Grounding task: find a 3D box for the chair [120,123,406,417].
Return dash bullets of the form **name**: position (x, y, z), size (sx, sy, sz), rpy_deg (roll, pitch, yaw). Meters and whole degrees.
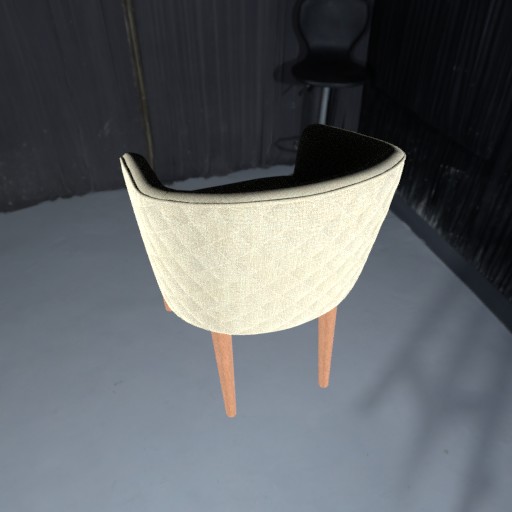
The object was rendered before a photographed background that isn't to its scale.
- **chair**: position (0.000, 0.000, 1.200), size (0.584, 0.775, 0.616), rpy_deg (-13, 43, -14)
